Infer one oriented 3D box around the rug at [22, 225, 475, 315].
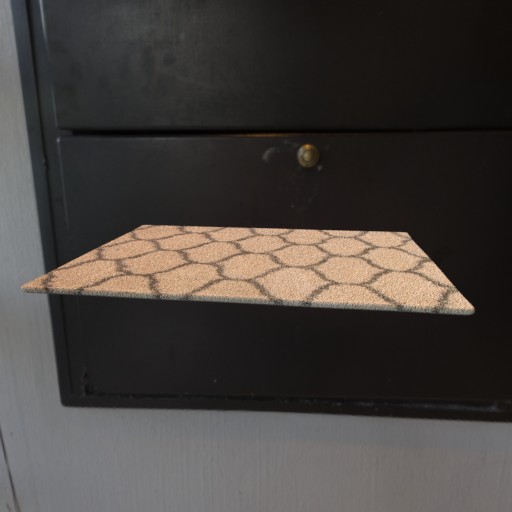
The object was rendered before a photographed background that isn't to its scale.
[{"bbox_3d":[0.000,0.000,2.103,1.600,0.025,1.200,2,15,8],"label":"rug"}]
